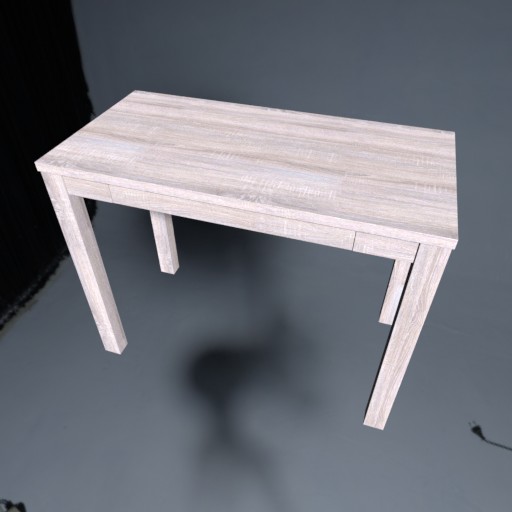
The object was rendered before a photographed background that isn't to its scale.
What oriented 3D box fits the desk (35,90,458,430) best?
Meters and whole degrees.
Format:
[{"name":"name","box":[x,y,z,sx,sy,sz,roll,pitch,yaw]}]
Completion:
[{"name":"desk","box":[0.000,0.000,1.409,0.991,0.762,0.495,12,43,13]}]
